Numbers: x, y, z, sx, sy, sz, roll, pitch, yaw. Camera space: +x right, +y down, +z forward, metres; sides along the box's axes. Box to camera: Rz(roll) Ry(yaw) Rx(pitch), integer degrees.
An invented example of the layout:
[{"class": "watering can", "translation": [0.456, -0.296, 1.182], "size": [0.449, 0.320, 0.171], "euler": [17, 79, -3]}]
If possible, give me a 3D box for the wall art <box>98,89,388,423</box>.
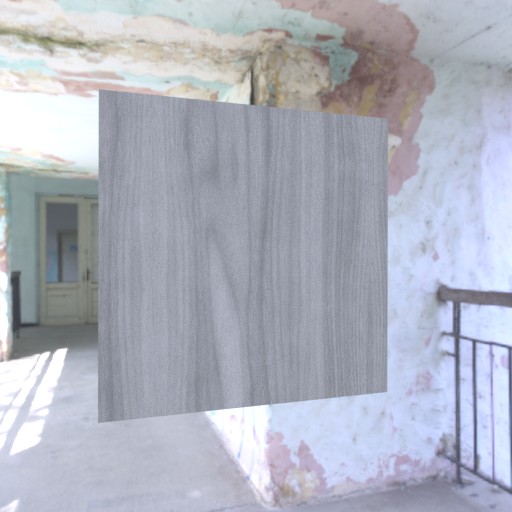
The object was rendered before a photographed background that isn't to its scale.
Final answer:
[{"class": "wall art", "translation": [0.000, 0.000, 0.755], "size": [0.508, 0.507, 0.016], "euler": [0, 0, -17]}]
